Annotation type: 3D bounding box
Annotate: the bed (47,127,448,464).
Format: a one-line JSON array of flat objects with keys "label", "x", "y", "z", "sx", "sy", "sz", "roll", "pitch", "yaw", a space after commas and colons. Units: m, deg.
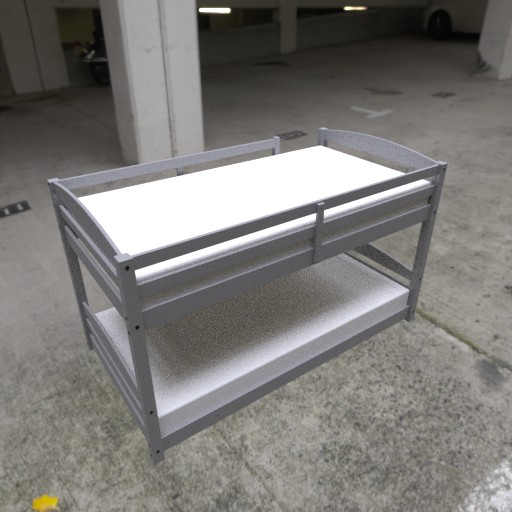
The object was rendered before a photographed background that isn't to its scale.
[{"label": "bed", "x": 0.000, "y": 0.000, "z": 2.789, "sx": 2.013, "sy": 1.206, "sz": 1.105, "roll": -19, "pitch": 35, "yaw": -30}]
